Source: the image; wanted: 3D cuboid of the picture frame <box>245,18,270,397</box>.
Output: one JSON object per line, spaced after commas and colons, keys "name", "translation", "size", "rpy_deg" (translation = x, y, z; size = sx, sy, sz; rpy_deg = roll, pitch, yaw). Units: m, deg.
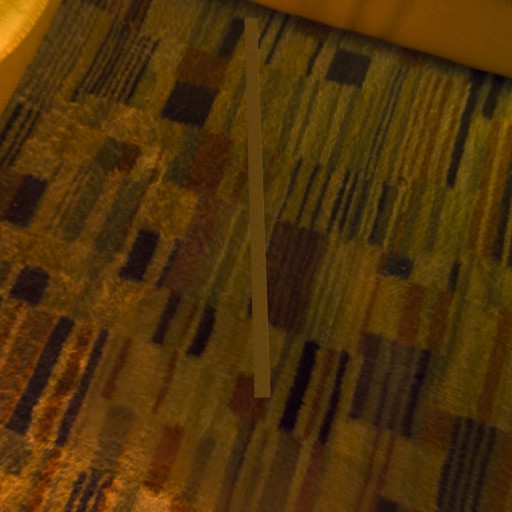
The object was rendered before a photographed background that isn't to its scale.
{"name": "picture frame", "translation": [0.000, 0.000, 0.582], "size": [0.011, 0.459, 0.326], "rpy_deg": [-2, 76, 0]}
